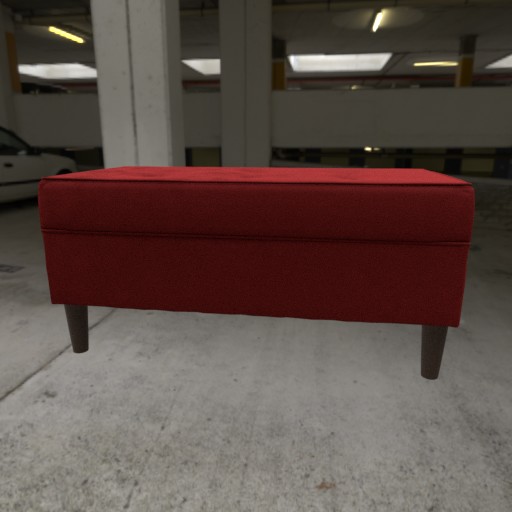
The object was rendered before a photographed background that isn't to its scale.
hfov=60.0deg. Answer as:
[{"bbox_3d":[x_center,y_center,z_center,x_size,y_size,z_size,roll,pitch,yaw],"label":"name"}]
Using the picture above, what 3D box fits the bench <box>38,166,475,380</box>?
[{"bbox_3d":[0.000,0.000,1.268,1.016,0.471,0.492,2,15,8],"label":"bench"}]
